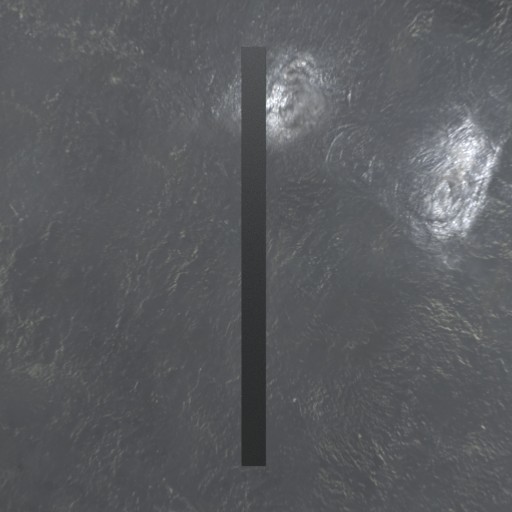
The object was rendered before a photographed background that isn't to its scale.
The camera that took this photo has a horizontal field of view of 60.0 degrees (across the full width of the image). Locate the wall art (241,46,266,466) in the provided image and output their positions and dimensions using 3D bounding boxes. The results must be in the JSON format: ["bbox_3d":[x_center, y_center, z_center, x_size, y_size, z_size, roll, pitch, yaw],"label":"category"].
[{"bbox_3d":[0.000,0.000,0.539,0.019,0.381,0.330,0,90,1],"label":"wall art"}]
